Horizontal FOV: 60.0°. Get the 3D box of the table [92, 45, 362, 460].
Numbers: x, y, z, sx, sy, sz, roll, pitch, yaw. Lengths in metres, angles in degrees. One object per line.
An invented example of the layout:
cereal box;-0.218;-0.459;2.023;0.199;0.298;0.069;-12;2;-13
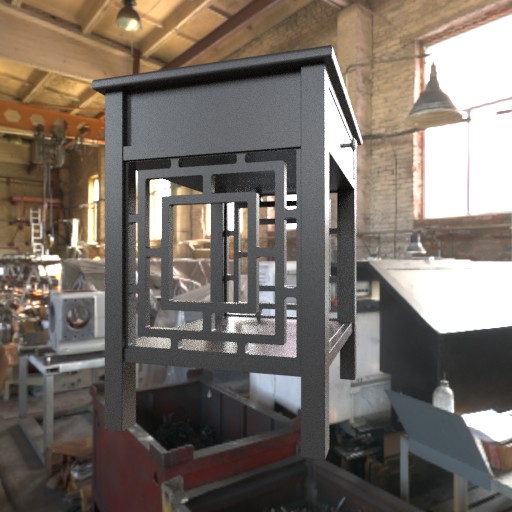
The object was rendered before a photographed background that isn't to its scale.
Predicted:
table;0.000;0.000;1.011;0.451;0.646;0.564;0;0;18
